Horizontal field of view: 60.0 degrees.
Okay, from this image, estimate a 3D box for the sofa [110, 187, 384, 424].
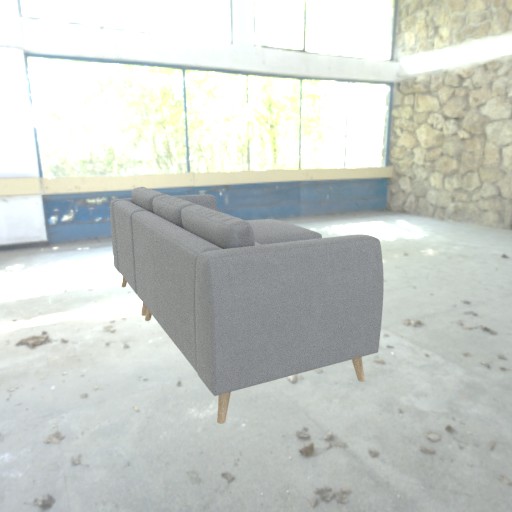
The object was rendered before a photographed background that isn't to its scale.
[{"bbox_3d":[0.000,0.000,3.085,1.580,0.860,2.300,-7,16,-26],"label":"sofa"}]
